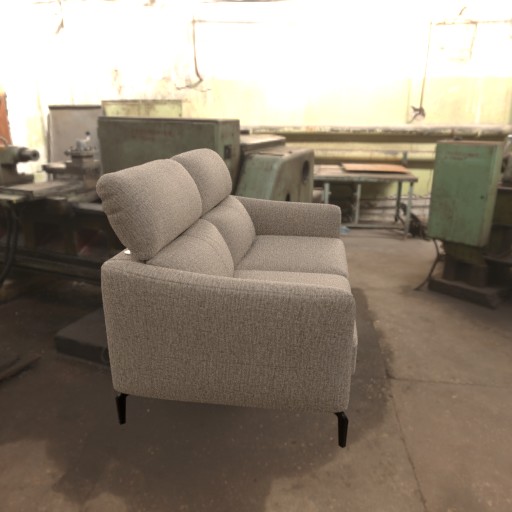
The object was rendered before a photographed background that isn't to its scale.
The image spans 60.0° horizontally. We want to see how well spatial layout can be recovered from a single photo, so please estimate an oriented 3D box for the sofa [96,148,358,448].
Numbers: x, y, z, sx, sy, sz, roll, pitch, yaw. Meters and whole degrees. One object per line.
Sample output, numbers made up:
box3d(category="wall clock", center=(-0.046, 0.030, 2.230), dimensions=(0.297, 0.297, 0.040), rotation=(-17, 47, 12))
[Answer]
box3d(category="sofa", center=(0.000, 0.000, 2.155), dimensions=(0.905, 0.950, 1.540), rotation=(3, 18, 8))
